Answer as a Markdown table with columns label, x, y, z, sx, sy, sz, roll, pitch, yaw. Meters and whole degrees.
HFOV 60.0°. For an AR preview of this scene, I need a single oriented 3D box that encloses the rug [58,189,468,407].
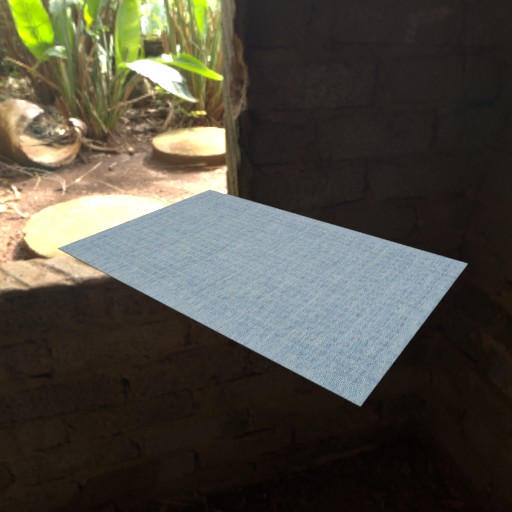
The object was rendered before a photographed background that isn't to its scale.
| label | x | y | z | sx | sy | sz | roll | pitch | yaw |
| --- | --- | --- | --- | --- | --- | --- | --- | --- | --- |
| rug | 0.000 | 0.000 | 2.960 | 2.286 | 0.006 | 1.522 | 20 | 34 | 33 |
